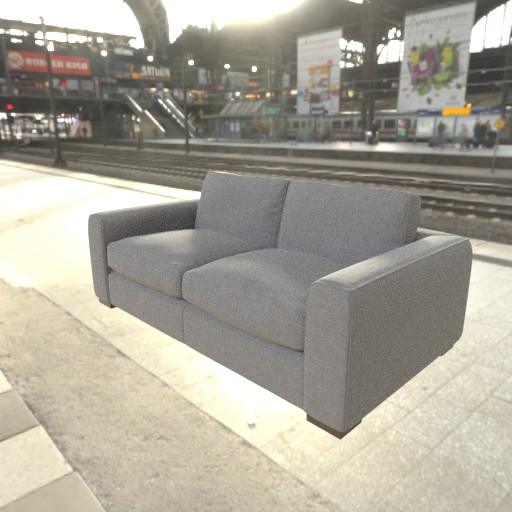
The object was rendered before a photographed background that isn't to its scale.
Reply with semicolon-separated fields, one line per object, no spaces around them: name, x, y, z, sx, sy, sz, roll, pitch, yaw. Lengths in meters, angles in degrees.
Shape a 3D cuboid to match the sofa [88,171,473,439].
sofa;0.000;0.000;2.438;1.069;0.800;1.920;-15;22;-43
